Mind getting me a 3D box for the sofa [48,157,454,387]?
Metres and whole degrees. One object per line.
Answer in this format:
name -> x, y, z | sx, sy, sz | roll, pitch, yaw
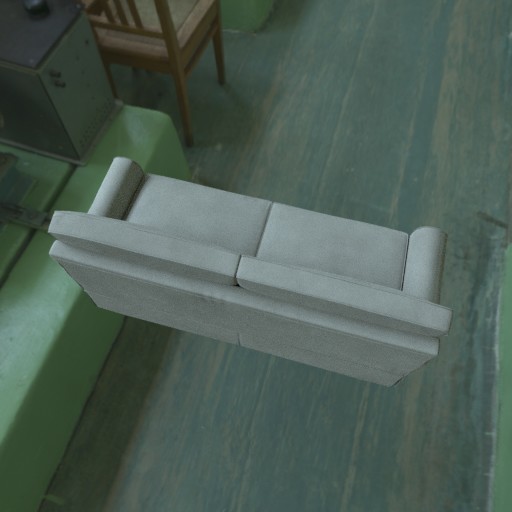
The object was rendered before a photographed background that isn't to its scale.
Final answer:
sofa -> 0.000, 0.000, 2.754 | 2.246, 1.014, 0.900 | 14, 64, 7
